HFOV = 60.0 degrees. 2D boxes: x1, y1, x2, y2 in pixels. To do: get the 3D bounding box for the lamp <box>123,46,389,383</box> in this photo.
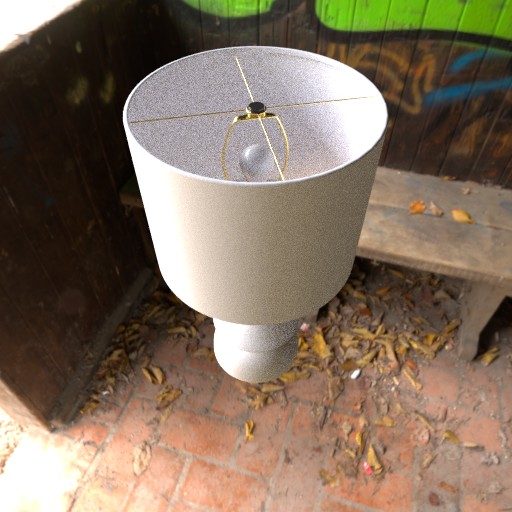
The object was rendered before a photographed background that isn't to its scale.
[{"bbox_3d":[0.000,0.000,0.710,0.301,0.533,0.301,-9,49,-8],"label":"lamp"}]
